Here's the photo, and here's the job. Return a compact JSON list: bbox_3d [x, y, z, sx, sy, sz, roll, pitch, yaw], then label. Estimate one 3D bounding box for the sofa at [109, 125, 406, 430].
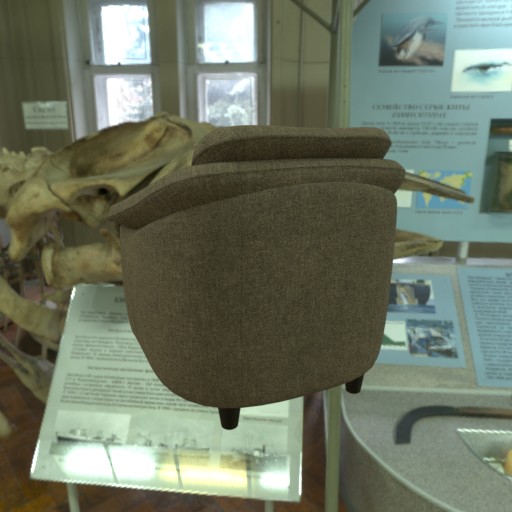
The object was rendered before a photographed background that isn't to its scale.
[{"bbox_3d":[0.000,0.000,1.482,0.870,0.811,0.794,-7,16,-24],"label":"sofa"}]
